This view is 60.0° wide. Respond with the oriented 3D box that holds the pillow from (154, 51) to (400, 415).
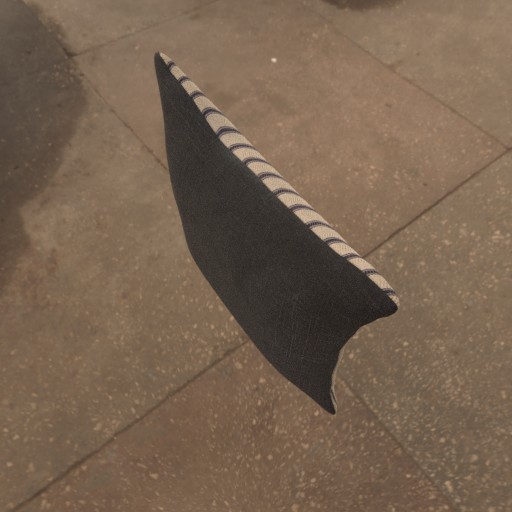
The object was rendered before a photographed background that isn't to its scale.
[{"bbox_3d":[0.000,0.000,0.685,0.138,0.444,0.468,-31,63,-18],"label":"pillow"}]
